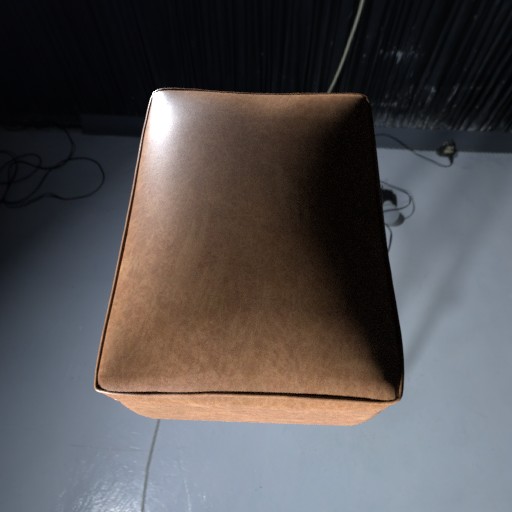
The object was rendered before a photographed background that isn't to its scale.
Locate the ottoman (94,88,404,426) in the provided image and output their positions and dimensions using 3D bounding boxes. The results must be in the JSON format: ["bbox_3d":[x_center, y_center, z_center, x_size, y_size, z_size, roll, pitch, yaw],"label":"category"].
[{"bbox_3d":[0.000,0.000,1.088,0.554,0.468,0.756,2,62,1],"label":"ottoman"}]
